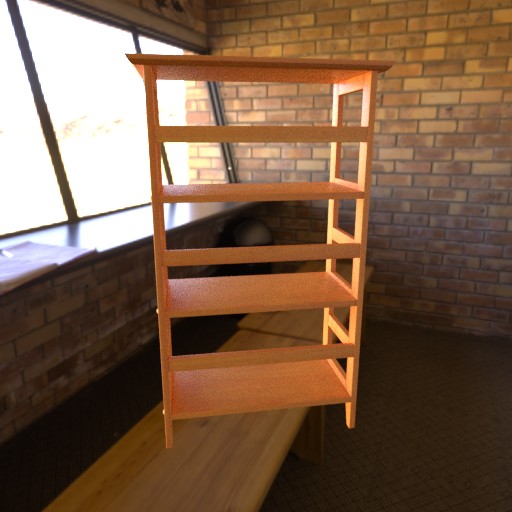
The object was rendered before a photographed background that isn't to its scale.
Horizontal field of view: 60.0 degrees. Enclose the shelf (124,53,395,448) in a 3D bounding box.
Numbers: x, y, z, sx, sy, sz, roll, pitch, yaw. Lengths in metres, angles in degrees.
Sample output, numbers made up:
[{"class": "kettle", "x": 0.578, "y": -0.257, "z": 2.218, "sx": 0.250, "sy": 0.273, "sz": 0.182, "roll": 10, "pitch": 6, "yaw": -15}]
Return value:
[{"class": "shelf", "x": 0.000, "y": 0.000, "z": 1.344, "sx": 0.660, "sy": 1.067, "sz": 0.305, "roll": -2, "pitch": 15, "yaw": -9}]
